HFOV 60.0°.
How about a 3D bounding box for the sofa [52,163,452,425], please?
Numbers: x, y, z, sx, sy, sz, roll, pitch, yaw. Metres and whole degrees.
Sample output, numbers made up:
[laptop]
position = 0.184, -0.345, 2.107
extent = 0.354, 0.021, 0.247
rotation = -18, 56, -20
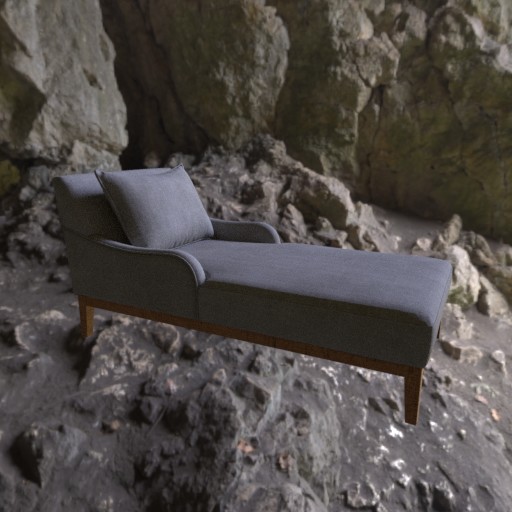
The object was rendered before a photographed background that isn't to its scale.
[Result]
[sofa]
position = 0.000, 0.000, 2.225
extent = 1.779, 0.859, 0.894
rotation = 7, 16, 26
